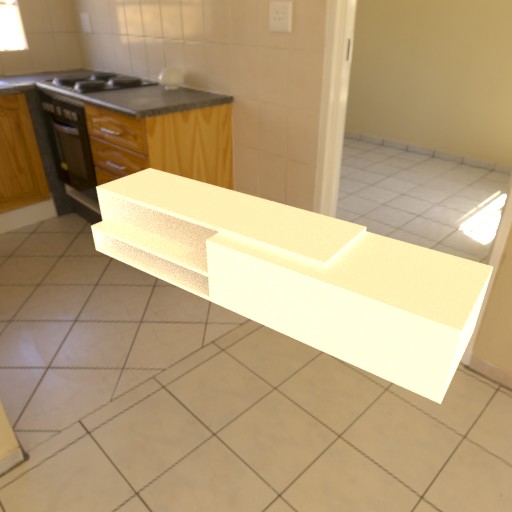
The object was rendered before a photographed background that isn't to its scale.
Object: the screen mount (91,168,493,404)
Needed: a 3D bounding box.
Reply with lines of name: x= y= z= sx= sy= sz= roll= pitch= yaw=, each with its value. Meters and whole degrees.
screen mount: x=0.000 y=0.000 z=1.850 sx=1.680 sy=0.320 sz=0.420 roll=20 pitch=35 yaw=30
